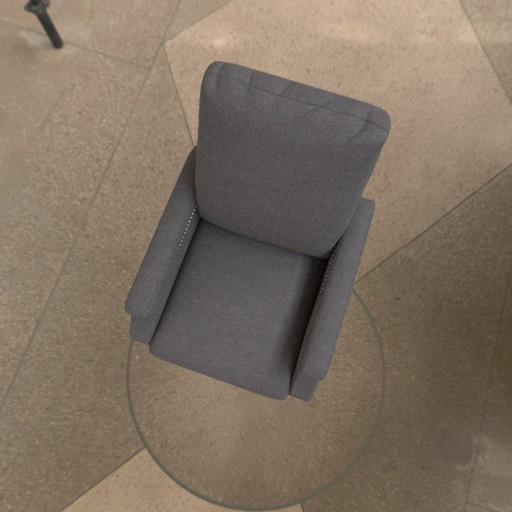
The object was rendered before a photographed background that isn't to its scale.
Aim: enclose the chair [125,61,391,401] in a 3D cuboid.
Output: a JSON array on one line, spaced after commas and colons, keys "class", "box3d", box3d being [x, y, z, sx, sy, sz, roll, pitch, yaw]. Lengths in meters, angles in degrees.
[{"class": "chair", "box3d": [0.000, 0.000, 1.624, 0.710, 1.049, 0.922, 18, 77, 5]}]
